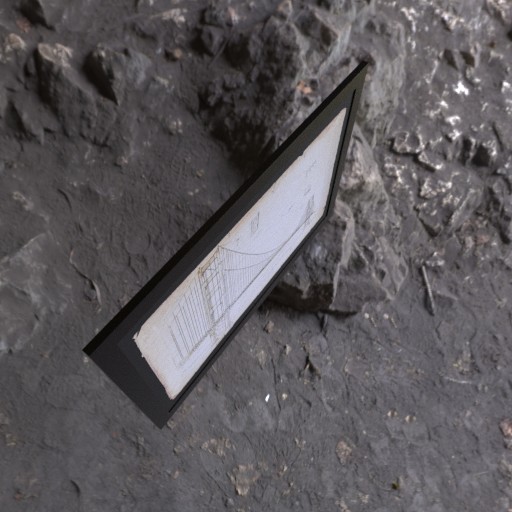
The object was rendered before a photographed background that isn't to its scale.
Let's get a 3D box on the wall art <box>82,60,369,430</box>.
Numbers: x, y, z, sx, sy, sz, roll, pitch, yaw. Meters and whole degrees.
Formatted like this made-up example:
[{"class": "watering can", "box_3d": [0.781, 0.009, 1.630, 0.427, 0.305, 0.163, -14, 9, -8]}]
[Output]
[{"class": "wall art", "box_3d": [0.000, 0.000, 0.835, 0.013, 0.447, 0.660, 32, 64, 18]}]
